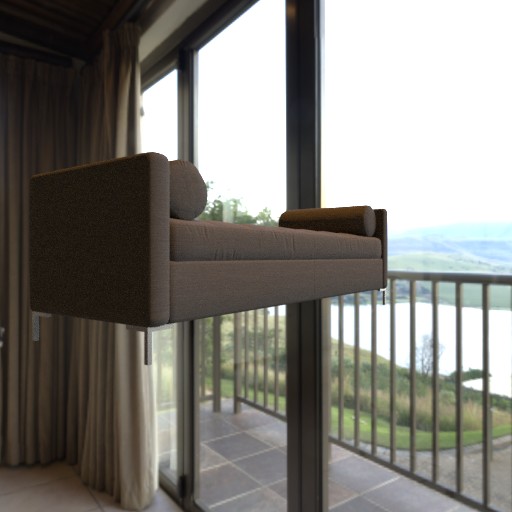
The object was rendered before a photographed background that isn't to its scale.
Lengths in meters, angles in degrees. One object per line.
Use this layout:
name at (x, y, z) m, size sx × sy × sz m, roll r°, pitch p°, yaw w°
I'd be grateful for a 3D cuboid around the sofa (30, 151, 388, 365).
sofa at (0.000, 0.000, 2.269) m, size 0.686 × 0.635 × 1.981 m, roll 0°, pitch 0°, yaw 36°
